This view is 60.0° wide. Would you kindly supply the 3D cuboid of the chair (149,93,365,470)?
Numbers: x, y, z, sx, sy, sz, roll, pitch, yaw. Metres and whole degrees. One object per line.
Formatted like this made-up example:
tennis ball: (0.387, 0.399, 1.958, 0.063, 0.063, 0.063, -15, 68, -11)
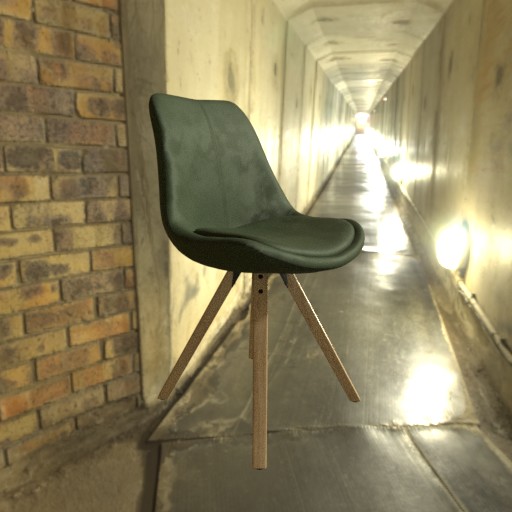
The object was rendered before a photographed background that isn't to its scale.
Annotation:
chair: (0.000, 0.000, 1.210, 0.547, 0.865, 0.483, 12, 18, 43)
